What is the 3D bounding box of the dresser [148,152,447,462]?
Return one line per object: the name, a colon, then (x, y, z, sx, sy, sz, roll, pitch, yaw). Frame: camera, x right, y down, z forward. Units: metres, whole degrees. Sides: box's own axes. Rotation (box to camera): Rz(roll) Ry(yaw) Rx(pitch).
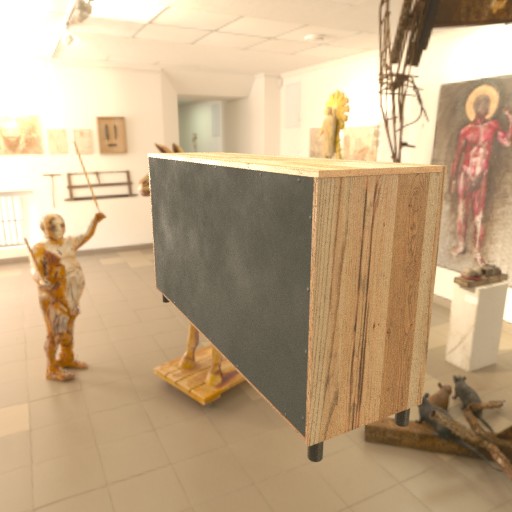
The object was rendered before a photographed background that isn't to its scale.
dresser: (0.000, 0.000, 1.919, 0.487, 0.834, 1.547, -8, 17, -27)
